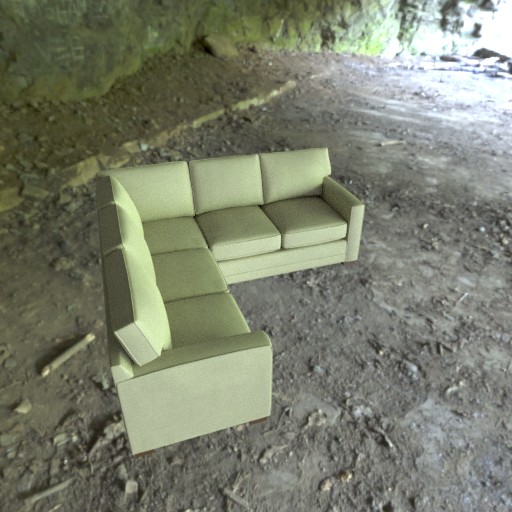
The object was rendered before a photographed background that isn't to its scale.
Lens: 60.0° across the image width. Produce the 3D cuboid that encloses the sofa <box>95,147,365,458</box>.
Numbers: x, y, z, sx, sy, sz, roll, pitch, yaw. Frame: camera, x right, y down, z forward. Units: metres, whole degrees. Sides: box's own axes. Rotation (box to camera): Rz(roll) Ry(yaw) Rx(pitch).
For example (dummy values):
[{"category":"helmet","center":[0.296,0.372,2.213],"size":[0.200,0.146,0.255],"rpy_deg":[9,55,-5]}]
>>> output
[{"category":"sofa","center":[0.000,0.000,3.362],"size":[2.189,0.939,2.182],"rpy_deg":[-10,33,-16]}]
